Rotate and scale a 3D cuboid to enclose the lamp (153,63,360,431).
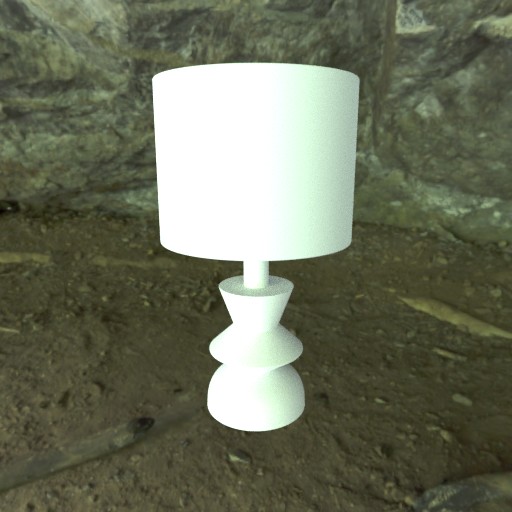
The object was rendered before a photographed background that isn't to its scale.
[{"bbox_3d":[0.000,0.000,0.722,0.301,0.533,0.301,2,14,8],"label":"lamp"}]
